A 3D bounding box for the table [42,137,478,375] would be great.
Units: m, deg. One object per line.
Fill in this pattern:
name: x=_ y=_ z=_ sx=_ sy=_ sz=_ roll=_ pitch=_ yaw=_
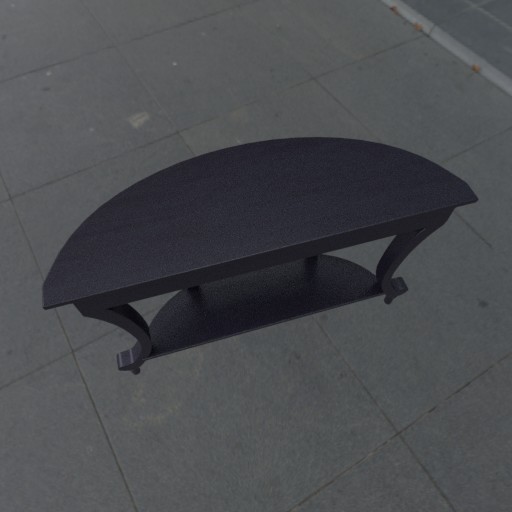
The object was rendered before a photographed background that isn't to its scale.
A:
table: x=0.000 y=0.000 z=1.558 sx=1.198 sy=0.692 sz=0.394 roll=-14 pitch=60 yaw=-8
